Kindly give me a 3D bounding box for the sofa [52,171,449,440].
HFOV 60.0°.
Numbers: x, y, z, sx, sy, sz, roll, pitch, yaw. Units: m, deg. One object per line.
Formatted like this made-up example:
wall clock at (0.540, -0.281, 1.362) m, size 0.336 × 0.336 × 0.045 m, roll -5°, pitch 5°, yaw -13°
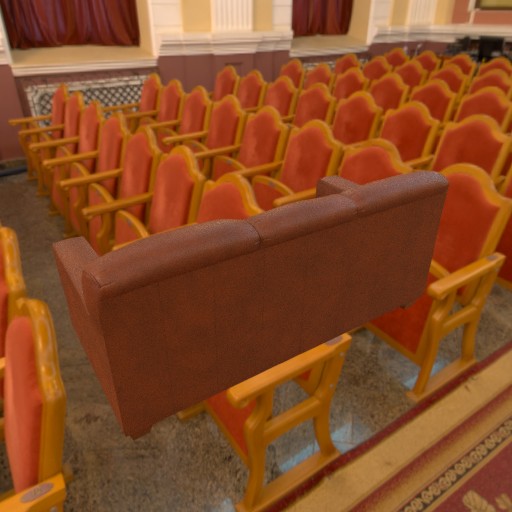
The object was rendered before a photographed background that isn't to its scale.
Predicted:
sofa at (0.000, 0.000, 2.573) m, size 2.039 × 0.953 × 1.008 m, roll -18°, pitch 34°, yaw -29°
